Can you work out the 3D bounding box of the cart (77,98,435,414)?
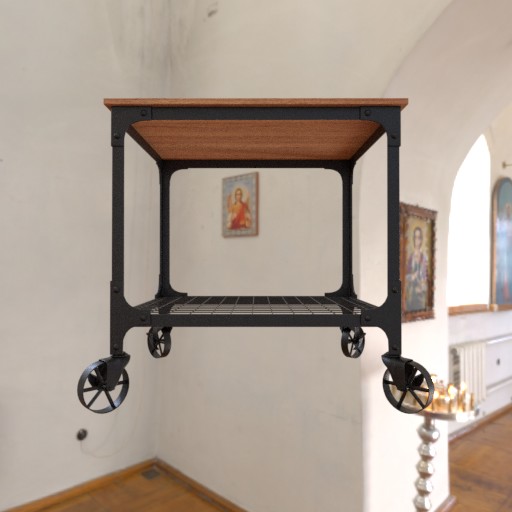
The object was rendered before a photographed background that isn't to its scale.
[{"bbox_3d":[0.000,0.000,1.092,0.666,0.603,0.558,0,-1,0],"label":"cart"}]
